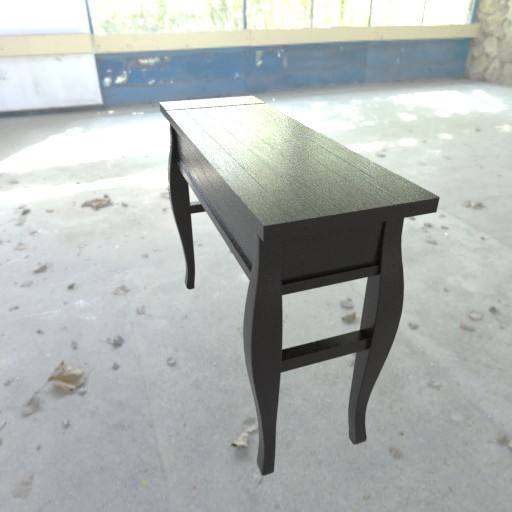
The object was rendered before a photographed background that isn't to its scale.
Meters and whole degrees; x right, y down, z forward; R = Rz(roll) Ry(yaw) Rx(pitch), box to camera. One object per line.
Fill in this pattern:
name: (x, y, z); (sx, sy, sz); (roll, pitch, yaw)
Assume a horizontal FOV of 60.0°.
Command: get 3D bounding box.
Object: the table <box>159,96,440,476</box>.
table: (0.000, 0.000, 1.409); (0.373, 0.768, 1.062); (-10, 32, -17)
